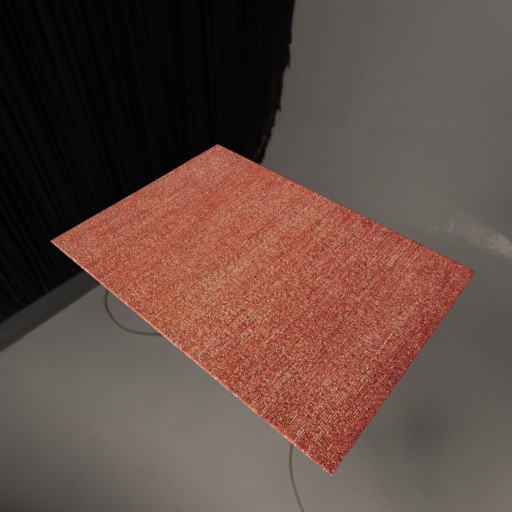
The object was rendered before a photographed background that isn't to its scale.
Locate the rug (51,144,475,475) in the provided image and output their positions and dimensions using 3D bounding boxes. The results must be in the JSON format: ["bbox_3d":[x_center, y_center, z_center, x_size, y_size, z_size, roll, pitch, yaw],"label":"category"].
[{"bbox_3d":[0.000,0.000,5.041,3.965,0.025,2.803,32,54,27],"label":"rug"}]
